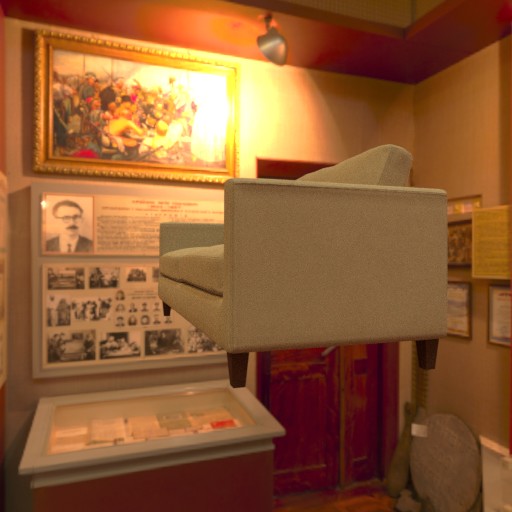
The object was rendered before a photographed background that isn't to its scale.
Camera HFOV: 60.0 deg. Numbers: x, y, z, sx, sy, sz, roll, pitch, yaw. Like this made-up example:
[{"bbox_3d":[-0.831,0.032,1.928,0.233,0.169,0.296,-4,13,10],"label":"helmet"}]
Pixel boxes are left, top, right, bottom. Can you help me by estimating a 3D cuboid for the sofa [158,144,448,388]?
[{"bbox_3d":[0.000,0.000,2.659,0.948,0.932,2.181,0,0,-18],"label":"sofa"}]
